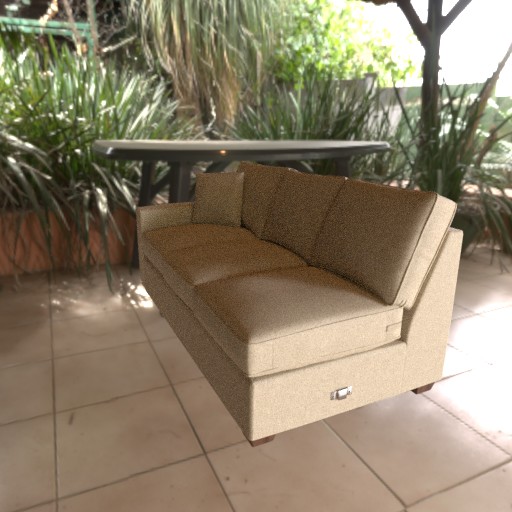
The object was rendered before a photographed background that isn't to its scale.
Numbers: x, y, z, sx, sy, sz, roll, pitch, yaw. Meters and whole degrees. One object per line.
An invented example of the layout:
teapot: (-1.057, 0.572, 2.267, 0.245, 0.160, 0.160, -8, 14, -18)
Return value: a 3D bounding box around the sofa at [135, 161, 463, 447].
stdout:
sofa: (0.000, 0.000, 2.565, 1.034, 0.946, 1.962, -8, 18, -25)
